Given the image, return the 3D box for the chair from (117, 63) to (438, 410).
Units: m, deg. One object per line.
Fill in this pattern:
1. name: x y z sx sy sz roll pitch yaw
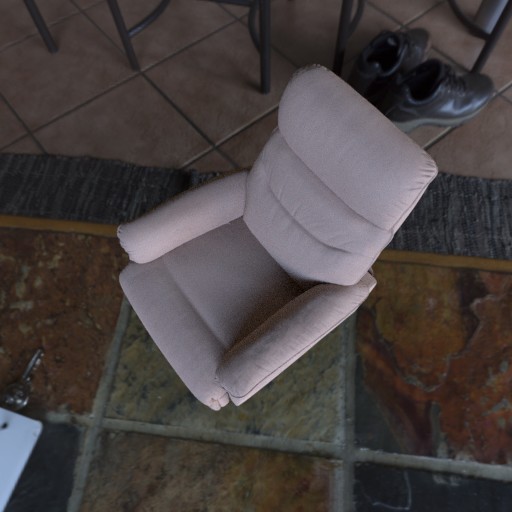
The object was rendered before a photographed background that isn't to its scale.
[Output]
1. chair: 0.000 0.000 1.748 1.004 1.037 0.820 -34 69 -15
